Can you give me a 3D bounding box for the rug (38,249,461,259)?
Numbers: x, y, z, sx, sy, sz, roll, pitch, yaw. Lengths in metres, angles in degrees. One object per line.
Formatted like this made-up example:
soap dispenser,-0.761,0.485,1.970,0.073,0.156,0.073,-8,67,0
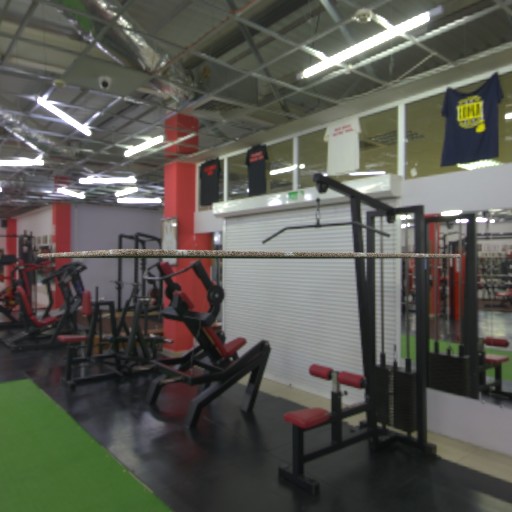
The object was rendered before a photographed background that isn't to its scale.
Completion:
rug,0.000,0.000,3.403,2.743,0.030,1.778,0,-1,-37
